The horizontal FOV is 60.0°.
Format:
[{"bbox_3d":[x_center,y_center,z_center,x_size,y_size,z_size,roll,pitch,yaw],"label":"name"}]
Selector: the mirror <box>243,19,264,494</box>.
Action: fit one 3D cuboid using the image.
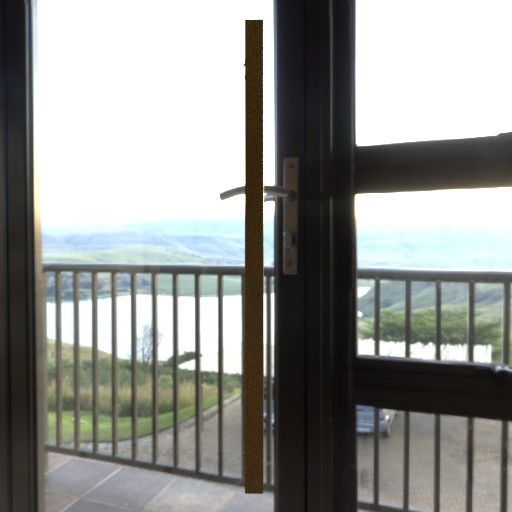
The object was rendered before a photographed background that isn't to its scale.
[{"bbox_3d":[0.000,0.000,1.158,0.040,0.915,0.609,0,1,1],"label":"mirror"}]
